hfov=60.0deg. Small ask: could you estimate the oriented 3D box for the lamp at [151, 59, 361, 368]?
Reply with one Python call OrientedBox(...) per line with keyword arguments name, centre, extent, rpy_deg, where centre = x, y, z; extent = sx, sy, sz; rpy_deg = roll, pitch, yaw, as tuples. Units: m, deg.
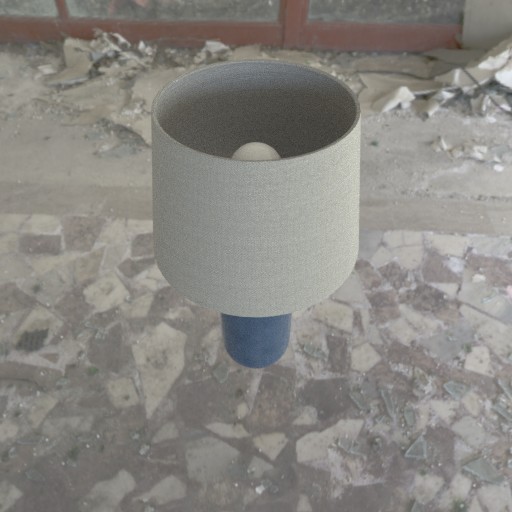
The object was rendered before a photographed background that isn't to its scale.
OrientedBox(name="lamp", centre=(0.000, 0.000, 0.581), extent=(0.253, 0.428, 0.253), rpy_deg=(0, 46, 0))
